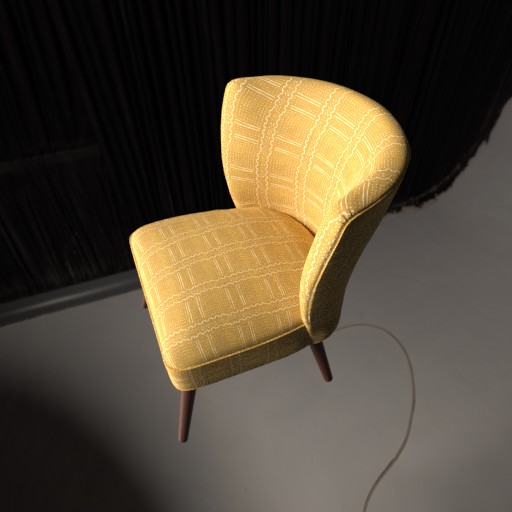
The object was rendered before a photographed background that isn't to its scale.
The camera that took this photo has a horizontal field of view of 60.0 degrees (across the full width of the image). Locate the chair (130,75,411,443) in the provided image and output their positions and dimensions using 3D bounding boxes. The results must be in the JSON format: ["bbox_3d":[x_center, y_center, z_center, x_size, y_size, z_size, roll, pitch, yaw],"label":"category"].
[{"bbox_3d":[0.000,0.000,1.389,0.758,0.866,0.706,-16,48,-15],"label":"chair"}]
